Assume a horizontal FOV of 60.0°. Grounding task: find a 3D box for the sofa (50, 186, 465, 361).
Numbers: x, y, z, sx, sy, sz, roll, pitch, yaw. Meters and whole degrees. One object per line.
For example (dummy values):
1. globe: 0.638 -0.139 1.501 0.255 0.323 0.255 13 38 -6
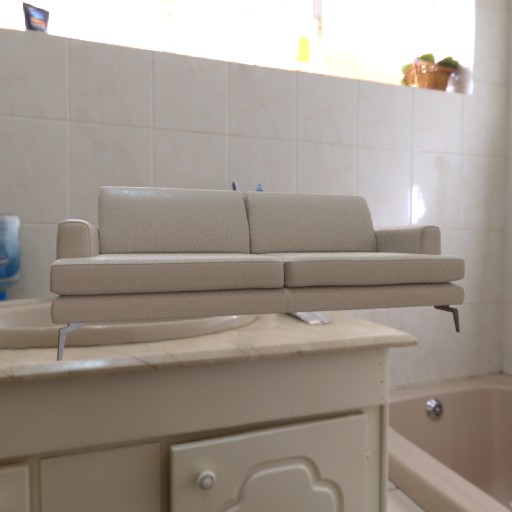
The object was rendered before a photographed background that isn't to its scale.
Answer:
1. sofa: 0.000 0.000 2.409 1.940 0.765 0.974 0 2 -17
